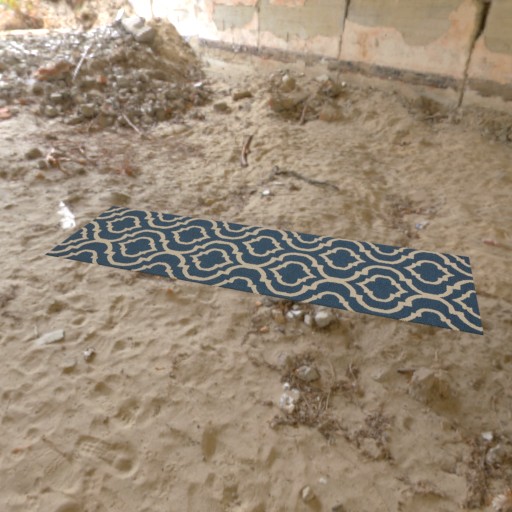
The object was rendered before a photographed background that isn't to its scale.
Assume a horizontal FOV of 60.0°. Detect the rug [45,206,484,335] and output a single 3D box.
[{"bbox_3d":[0.000,0.000,2.508,2.296,0.006,0.685,9,32,15],"label":"rug"}]
